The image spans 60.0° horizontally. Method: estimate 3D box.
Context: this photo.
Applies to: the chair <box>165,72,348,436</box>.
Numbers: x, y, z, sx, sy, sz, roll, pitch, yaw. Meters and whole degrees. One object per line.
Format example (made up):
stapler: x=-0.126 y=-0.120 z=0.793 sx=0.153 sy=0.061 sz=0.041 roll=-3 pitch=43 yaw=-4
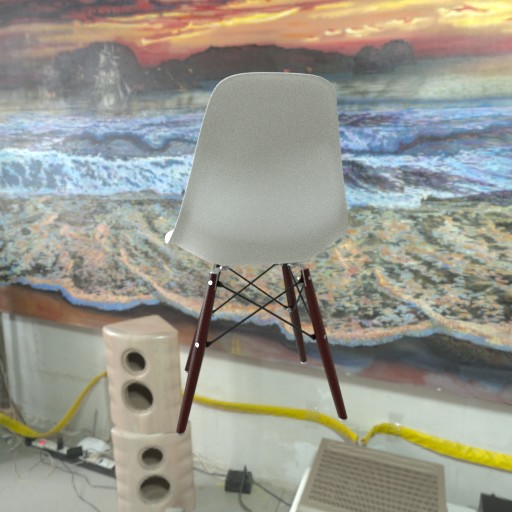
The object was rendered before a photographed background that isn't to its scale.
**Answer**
chair: x=0.000 y=0.000 z=1.171 sx=0.470 sy=0.826 sz=0.533 roll=-2 pitch=14 yaw=-10
